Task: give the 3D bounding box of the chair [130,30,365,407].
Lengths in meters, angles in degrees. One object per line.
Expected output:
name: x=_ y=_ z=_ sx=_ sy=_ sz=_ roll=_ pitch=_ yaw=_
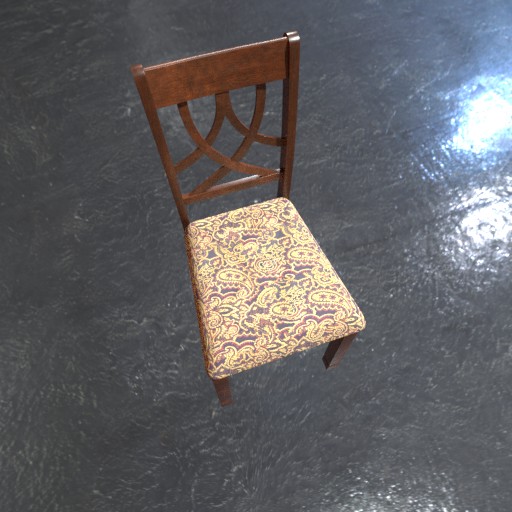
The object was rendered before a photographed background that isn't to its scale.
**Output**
chair: x=0.000 y=0.000 z=1.282 sx=0.457 sy=0.965 sz=0.584 roll=-17 pitch=62 yaw=-9
